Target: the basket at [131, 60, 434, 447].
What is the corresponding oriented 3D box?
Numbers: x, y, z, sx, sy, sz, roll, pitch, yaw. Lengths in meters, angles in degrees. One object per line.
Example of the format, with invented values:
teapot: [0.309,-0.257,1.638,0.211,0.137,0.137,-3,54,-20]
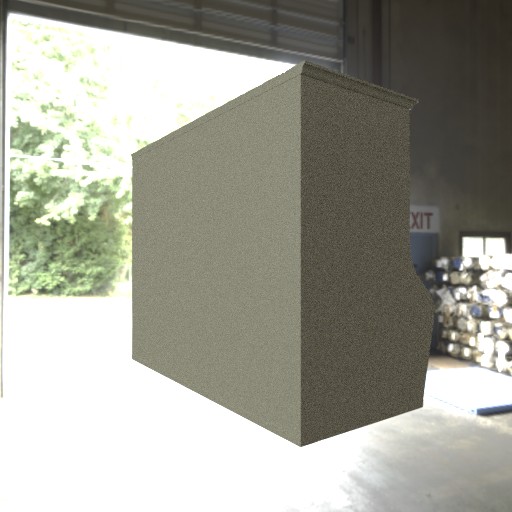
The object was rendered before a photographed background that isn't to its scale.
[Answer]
basket: [0.000,0.000,1.142,0.376,0.625,0.792,0,0,-36]
